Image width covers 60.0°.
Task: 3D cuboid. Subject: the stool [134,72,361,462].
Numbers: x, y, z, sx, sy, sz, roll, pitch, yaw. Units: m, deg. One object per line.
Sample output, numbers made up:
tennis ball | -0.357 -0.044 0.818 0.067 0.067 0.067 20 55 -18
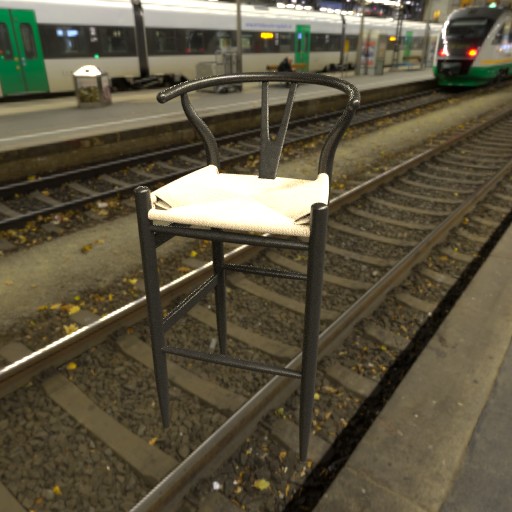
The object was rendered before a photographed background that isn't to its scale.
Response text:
stool | 0.000 0.000 1.429 0.569 1.072 0.579 7 26 15
